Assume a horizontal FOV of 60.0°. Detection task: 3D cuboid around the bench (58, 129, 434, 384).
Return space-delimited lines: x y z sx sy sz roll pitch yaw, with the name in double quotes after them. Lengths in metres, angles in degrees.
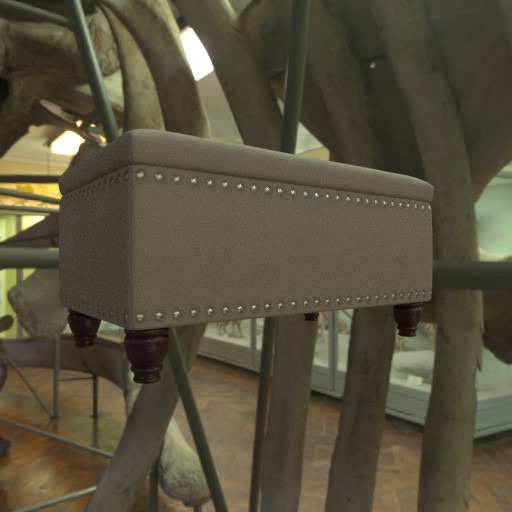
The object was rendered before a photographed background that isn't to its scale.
0.000 0.000 1.182 0.887 0.449 0.500 0 0 -36 "bench"
